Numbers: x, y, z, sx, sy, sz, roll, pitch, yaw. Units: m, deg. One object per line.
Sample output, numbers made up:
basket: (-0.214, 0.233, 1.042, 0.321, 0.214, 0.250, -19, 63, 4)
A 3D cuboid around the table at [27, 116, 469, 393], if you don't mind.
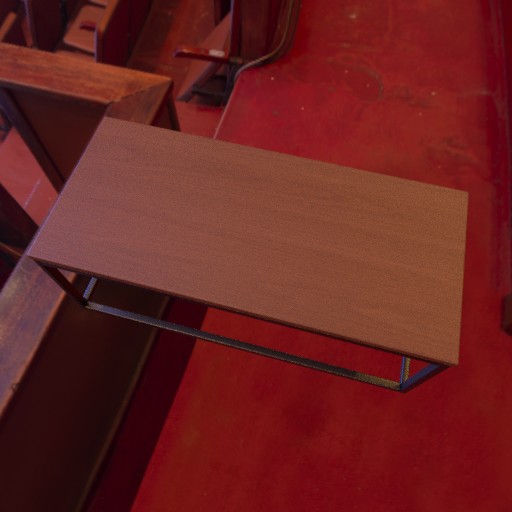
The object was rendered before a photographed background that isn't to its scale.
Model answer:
table: (0.000, 0.000, 1.372, 1.100, 0.400, 0.500, 13, 64, 7)
